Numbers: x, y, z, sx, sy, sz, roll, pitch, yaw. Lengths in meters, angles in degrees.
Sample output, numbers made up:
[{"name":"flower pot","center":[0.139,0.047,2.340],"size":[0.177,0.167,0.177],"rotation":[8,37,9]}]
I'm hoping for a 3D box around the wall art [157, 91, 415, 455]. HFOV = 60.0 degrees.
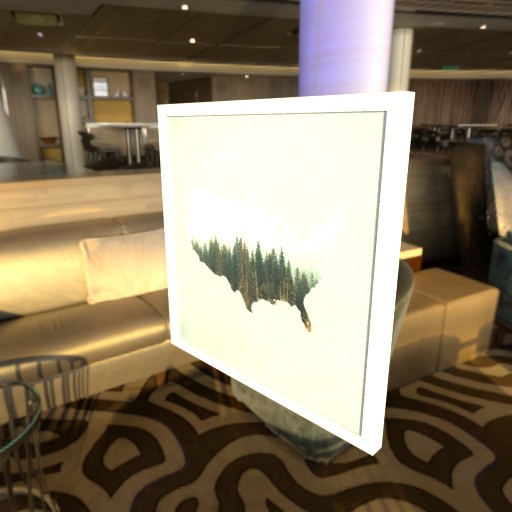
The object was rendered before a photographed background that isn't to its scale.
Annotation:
[{"name":"wall art","center":[0.000,0.000,1.147],"size":[0.762,0.762,0.038],"rotation":[15,22,42]}]
